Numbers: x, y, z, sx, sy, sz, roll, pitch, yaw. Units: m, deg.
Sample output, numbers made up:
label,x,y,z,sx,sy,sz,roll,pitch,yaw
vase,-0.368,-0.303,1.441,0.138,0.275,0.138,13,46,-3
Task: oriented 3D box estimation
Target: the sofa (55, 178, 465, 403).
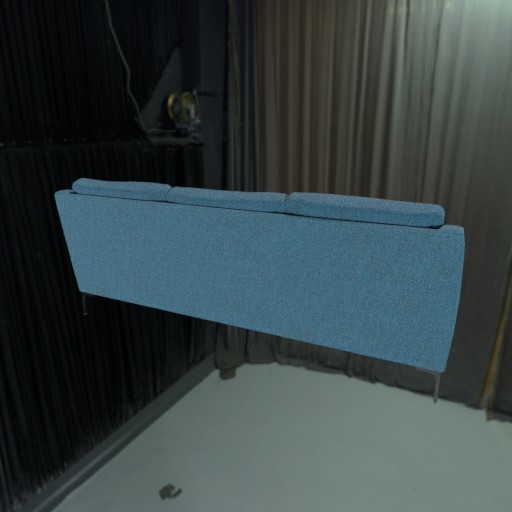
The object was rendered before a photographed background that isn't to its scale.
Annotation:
label,x,y,z,sx,sy,sz,roll,pitch,yaw
sofa,0.000,0.000,2.430,2.060,0.837,0.849,8,19,25
